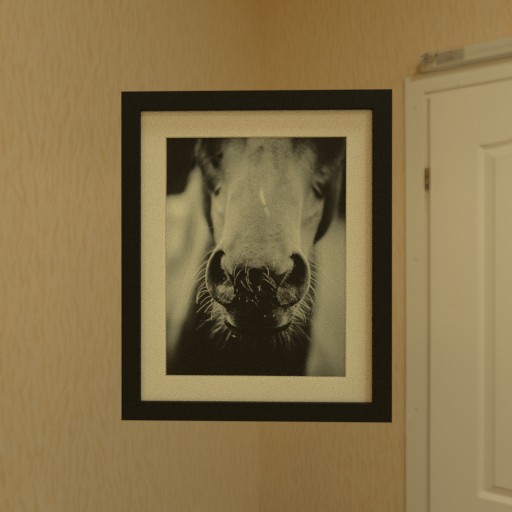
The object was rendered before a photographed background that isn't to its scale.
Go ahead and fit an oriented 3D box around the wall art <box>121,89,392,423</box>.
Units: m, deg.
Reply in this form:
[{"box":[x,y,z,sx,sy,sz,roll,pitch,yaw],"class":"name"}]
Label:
[{"box":[0.000,0.000,0.764,0.457,0.559,0.033,0,0,1],"class":"wall art"}]
